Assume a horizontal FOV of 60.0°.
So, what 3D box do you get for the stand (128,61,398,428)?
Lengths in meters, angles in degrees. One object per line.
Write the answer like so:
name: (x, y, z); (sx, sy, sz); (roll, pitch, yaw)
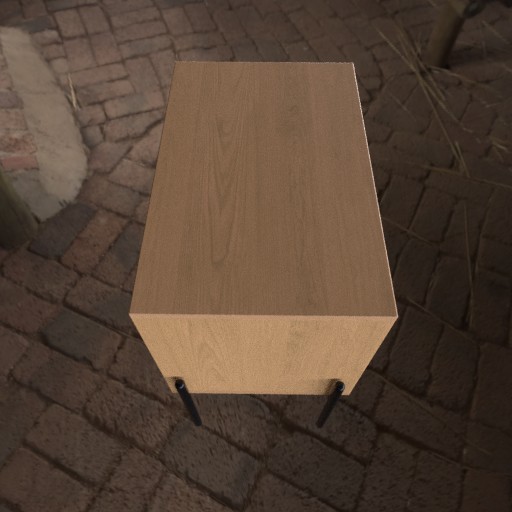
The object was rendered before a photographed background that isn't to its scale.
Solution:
stand: (0.000, 0.000, 1.024); (0.400, 0.600, 0.630); (1, 57, 0)
